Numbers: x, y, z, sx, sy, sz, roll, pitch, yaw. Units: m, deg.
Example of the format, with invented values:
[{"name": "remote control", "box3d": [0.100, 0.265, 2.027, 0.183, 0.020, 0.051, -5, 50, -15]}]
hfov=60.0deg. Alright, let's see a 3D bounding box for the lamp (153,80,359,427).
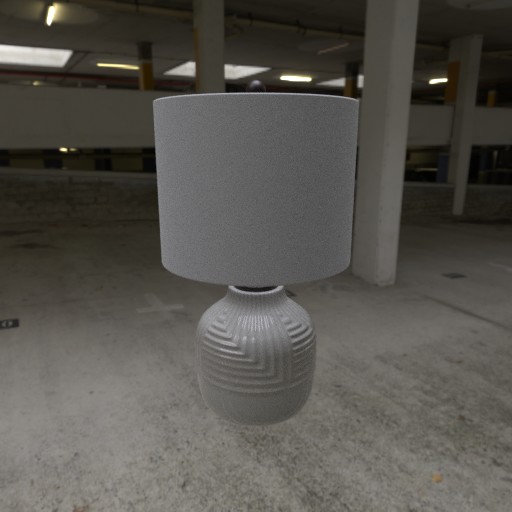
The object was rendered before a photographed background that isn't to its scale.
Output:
[{"name": "lamp", "box3d": [0.000, 0.000, 0.763, 0.318, 0.567, 0.318, 0, 15, 0]}]
